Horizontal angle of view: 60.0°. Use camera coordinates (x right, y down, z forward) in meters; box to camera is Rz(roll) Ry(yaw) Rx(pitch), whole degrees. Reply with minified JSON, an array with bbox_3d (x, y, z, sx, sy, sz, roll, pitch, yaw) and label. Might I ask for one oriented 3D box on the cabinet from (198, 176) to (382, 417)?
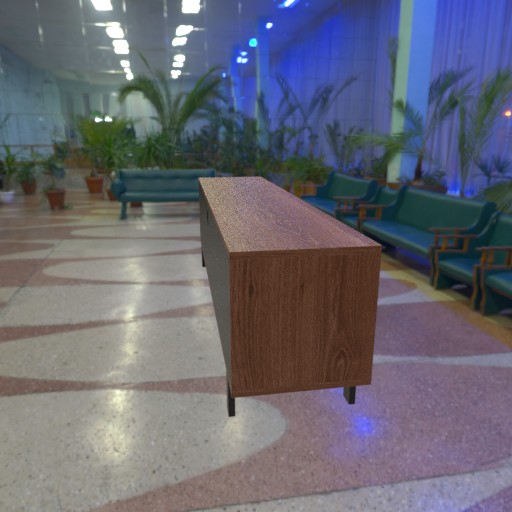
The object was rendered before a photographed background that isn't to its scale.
[{"bbox_3d":[0.000,0.000,1.887,0.400,0.500,1.650,-3,16,-9],"label":"cabinet"}]
